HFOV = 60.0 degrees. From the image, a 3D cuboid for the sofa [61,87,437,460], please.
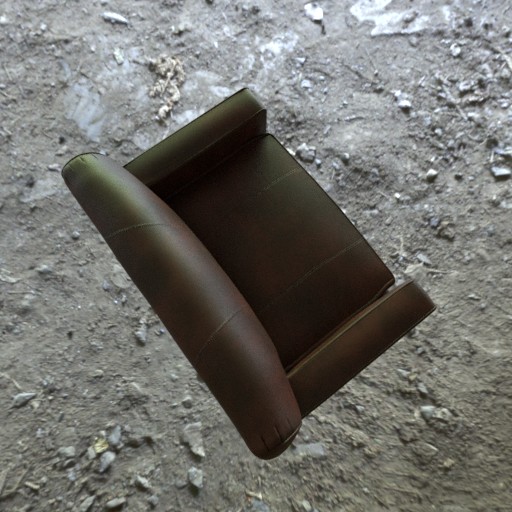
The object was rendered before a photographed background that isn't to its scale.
[{"bbox_3d":[0.000,0.000,2.112,1.000,0.956,1.413,-36,78,-9],"label":"sofa"}]
